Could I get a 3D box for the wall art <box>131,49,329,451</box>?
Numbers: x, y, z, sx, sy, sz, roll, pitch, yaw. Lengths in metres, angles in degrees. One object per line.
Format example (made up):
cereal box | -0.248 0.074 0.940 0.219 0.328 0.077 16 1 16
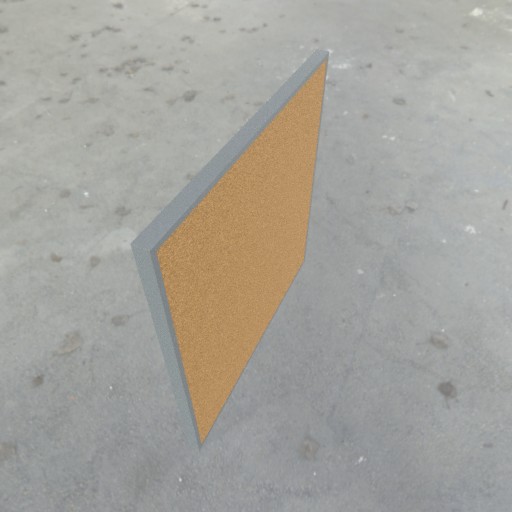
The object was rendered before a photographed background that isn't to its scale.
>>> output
wall art | 0.000 0.000 1.209 0.038 0.807 0.809 19 49 17
